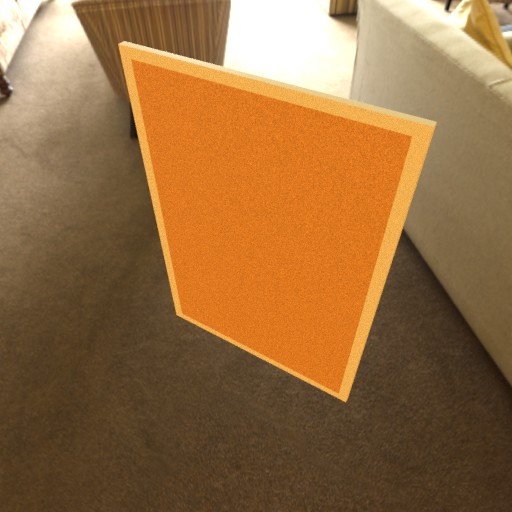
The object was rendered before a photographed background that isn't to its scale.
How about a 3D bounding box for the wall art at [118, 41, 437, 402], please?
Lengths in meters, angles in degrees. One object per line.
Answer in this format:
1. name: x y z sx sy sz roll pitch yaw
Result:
1. wall art: 0.000 0.000 0.802 0.456 0.656 0.013 23 50 21
